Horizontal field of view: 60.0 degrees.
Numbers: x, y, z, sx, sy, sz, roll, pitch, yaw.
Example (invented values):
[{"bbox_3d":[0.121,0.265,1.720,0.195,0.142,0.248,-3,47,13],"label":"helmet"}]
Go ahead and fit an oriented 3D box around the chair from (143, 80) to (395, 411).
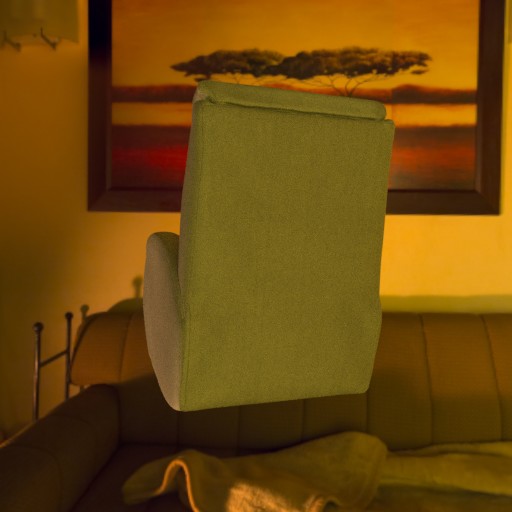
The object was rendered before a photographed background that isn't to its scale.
[{"bbox_3d":[0.000,0.000,1.693,0.794,1.016,0.940,0,0,-18],"label":"chair"}]
